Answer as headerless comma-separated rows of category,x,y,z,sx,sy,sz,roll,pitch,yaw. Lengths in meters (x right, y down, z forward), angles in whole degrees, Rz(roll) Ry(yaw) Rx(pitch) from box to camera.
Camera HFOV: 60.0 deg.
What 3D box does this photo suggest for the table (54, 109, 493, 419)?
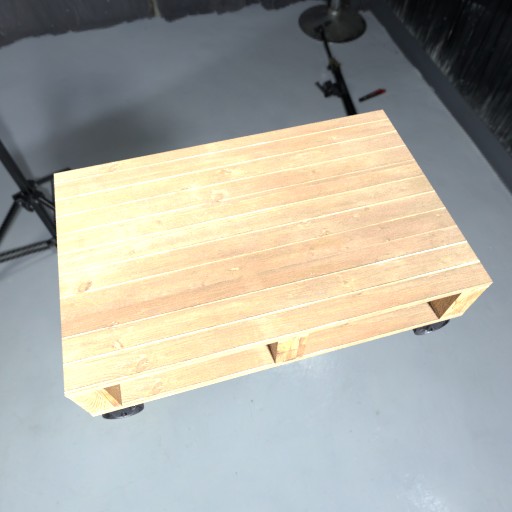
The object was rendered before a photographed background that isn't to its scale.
table,0.000,0.000,1.671,1.299,0.413,0.827,-13,59,-8
